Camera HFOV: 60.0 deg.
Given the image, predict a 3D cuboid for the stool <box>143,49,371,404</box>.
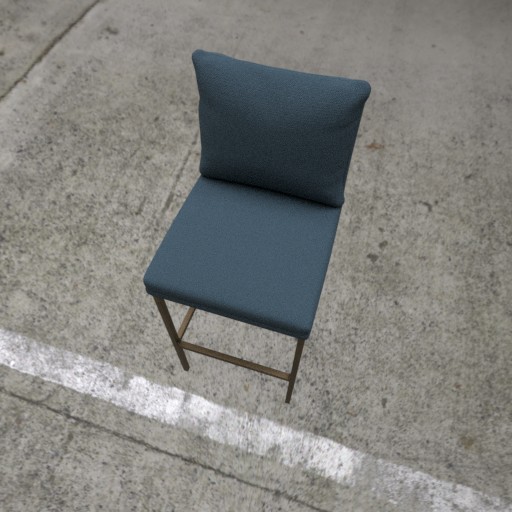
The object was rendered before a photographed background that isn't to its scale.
[{"bbox_3d":[0.000,0.000,1.426,0.463,1.124,0.568,15,59,9],"label":"stool"}]
